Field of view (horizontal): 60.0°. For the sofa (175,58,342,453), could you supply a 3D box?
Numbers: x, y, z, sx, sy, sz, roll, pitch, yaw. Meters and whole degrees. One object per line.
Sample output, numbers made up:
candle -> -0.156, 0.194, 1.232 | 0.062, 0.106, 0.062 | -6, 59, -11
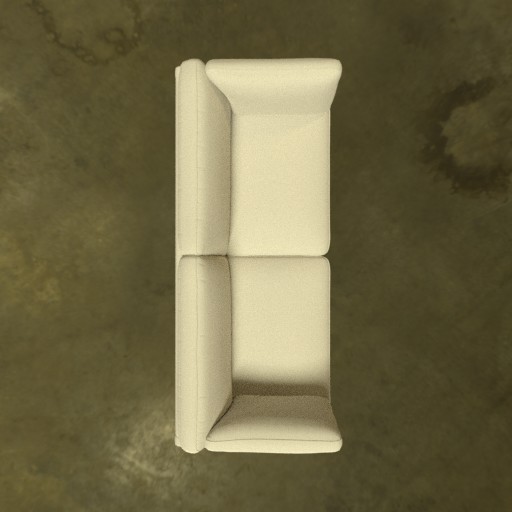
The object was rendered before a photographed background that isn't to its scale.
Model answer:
sofa -> 0.000, 0.000, 2.787 | 0.957, 0.863, 2.301 | 0, 90, 0
